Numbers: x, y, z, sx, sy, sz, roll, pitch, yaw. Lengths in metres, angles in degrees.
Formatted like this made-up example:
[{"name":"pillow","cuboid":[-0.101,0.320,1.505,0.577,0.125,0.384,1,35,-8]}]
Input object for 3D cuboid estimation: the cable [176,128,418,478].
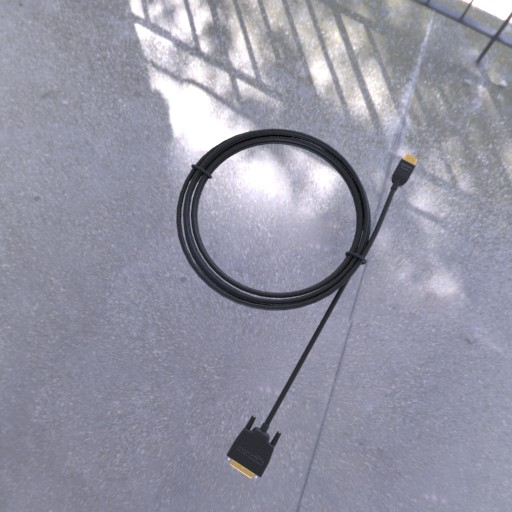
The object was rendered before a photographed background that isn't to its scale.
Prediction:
[{"name":"cable","cuboid":[0.000,0.000,0.527,0.257,0.030,0.422,30,77,7]}]
